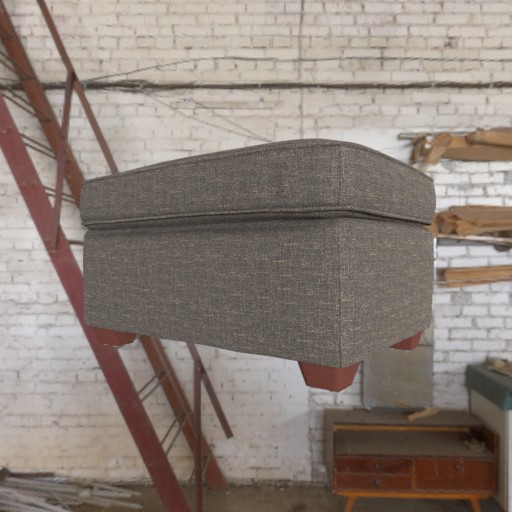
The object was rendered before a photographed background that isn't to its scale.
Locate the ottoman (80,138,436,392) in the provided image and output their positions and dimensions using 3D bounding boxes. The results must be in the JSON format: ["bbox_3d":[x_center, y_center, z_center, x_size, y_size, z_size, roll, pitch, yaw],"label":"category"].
[{"bbox_3d":[0.000,0.000,1.101,0.749,0.450,0.549,1,1,36],"label":"ottoman"}]
